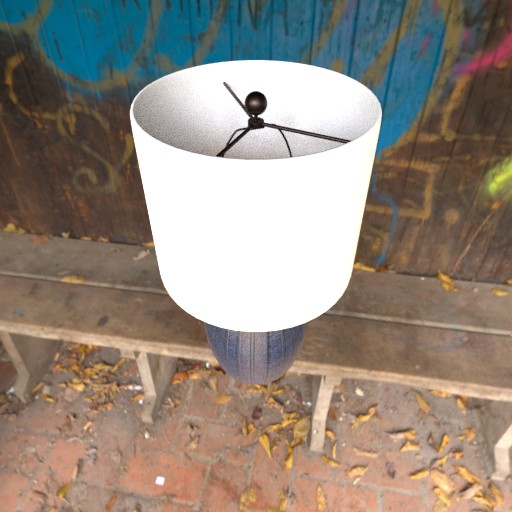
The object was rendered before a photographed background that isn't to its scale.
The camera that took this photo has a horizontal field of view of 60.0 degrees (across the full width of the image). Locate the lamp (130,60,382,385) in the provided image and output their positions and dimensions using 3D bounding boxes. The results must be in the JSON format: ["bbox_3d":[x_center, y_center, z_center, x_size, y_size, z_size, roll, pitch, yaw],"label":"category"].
[{"bbox_3d":[0.000,0.000,0.767,0.329,0.570,0.329,-13,43,-14],"label":"lamp"}]
